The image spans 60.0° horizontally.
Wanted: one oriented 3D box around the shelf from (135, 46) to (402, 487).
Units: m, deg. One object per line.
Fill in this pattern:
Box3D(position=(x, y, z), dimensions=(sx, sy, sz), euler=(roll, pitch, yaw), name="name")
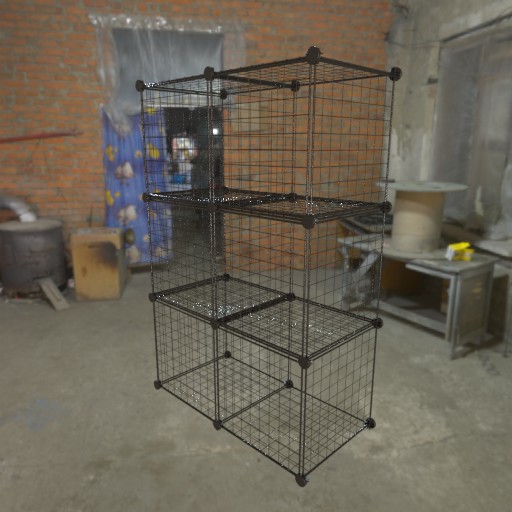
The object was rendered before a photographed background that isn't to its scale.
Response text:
Box3D(position=(0.000, 0.000, 1.391), dimensions=(0.711, 1.067, 0.356), euler=(13, 19, 43), name="shelf")
